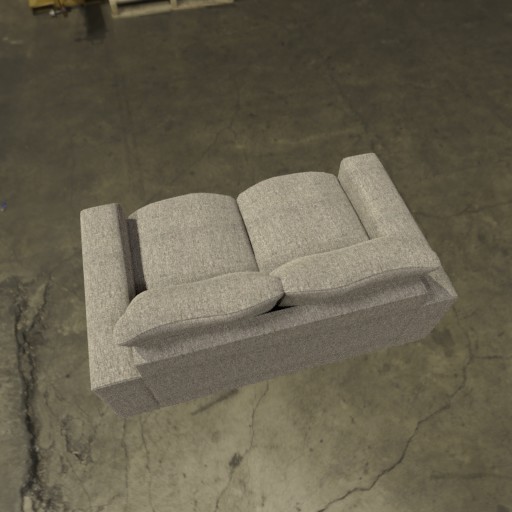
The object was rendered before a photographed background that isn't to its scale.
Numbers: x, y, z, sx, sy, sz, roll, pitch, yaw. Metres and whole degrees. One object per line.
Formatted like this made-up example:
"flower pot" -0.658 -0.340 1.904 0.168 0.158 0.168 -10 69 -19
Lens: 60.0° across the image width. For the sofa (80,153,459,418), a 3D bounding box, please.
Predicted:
"sofa" 0.000 0.000 2.392 1.758 0.877 1.094 -13 58 -8
